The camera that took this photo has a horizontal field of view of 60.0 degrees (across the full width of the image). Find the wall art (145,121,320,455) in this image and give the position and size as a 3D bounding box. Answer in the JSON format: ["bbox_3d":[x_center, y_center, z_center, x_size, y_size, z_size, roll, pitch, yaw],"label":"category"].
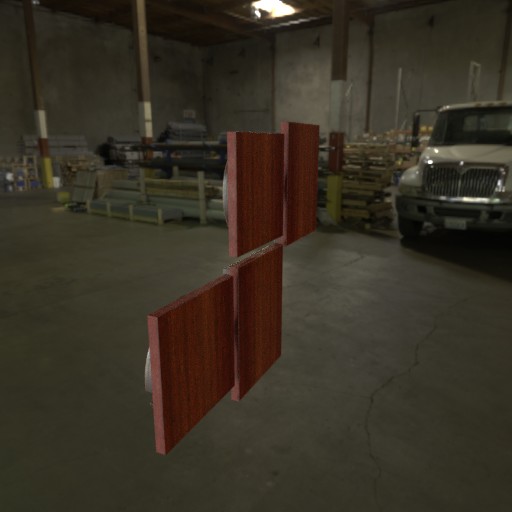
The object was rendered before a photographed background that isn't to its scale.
[{"bbox_3d":[0.000,0.000,0.839,0.030,0.497,0.635,7,16,25],"label":"wall art"}]
